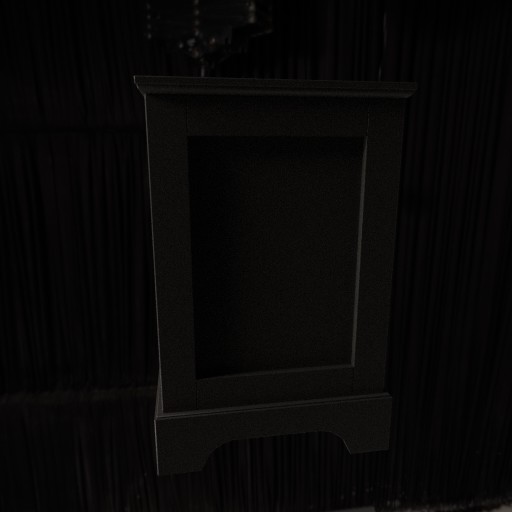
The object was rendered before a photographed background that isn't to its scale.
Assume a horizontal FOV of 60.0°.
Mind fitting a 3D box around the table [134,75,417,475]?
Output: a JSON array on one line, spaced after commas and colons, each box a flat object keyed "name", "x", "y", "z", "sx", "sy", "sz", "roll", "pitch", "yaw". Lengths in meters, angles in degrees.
[{"name": "table", "x": 0.000, "y": 0.000, "z": 0.901, "sx": 0.399, "sy": 0.610, "sz": 0.460, "roll": -2, "pitch": 14, "yaw": -9}]
